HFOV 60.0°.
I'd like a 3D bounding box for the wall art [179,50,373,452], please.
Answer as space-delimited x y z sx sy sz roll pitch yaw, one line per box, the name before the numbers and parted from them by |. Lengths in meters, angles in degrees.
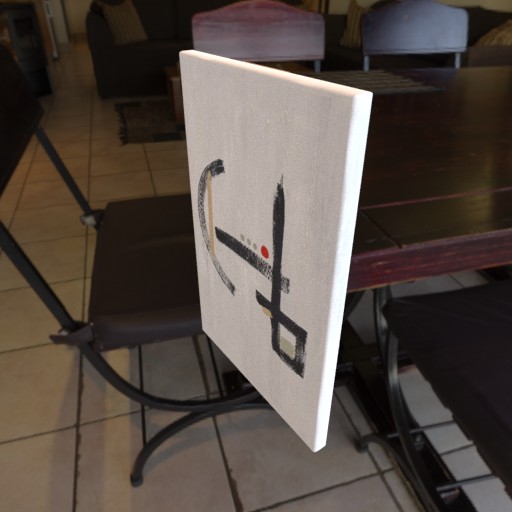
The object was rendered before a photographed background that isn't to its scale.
wall art | 0.000 0.000 1.153 0.048 0.916 0.602 -21 38 -29
